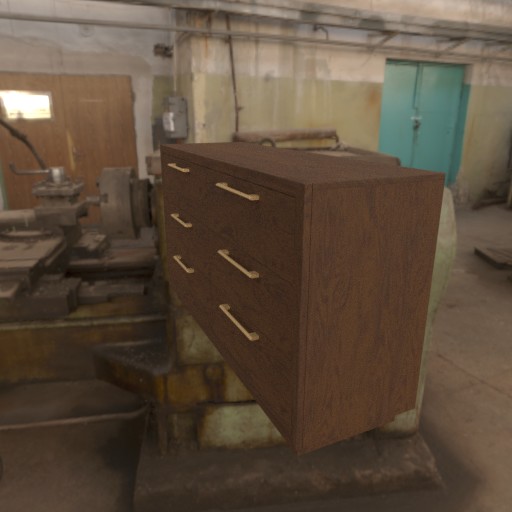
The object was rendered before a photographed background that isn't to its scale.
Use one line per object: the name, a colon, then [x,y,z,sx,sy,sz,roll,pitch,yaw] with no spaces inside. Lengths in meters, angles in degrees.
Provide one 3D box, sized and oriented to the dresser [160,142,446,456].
dresser: [0.000,0.000,1.982,0.512,0.889,1.523,-8,20,-24]
